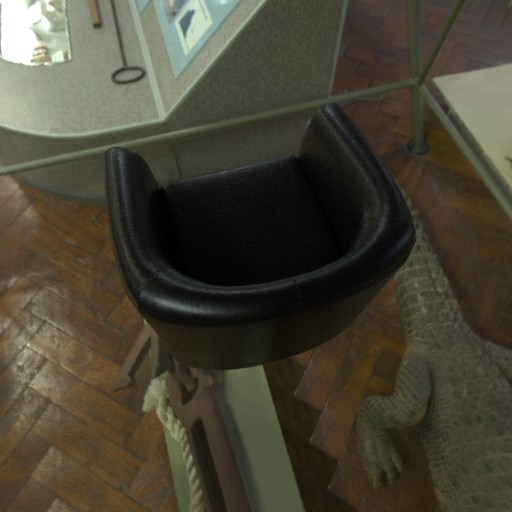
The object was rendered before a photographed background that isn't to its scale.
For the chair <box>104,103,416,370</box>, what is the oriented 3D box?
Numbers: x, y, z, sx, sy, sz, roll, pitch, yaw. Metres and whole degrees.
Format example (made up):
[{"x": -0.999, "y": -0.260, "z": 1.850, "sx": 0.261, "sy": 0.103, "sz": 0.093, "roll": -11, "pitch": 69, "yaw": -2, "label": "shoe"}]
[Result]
[{"x": 0.000, "y": 0.000, "z": 1.443, "sx": 0.793, "sy": 0.756, "sz": 0.727, "roll": -14, "pitch": 60, "yaw": -8, "label": "chair"}]
